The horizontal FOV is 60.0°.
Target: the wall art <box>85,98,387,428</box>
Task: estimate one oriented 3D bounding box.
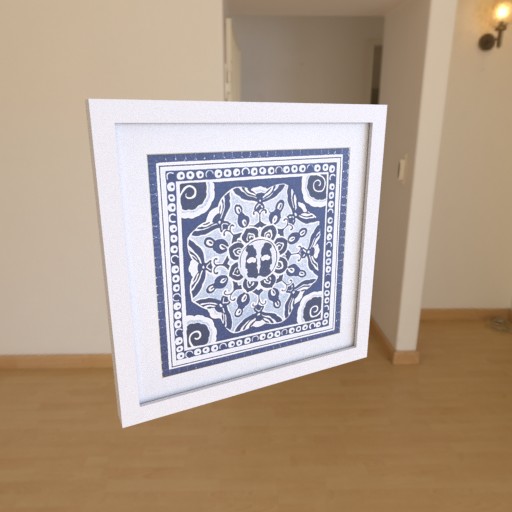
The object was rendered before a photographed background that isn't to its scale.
[{"bbox_3d":[0.000,0.000,0.542,0.355,0.355,0.027,-8,19,-25],"label":"wall art"}]
